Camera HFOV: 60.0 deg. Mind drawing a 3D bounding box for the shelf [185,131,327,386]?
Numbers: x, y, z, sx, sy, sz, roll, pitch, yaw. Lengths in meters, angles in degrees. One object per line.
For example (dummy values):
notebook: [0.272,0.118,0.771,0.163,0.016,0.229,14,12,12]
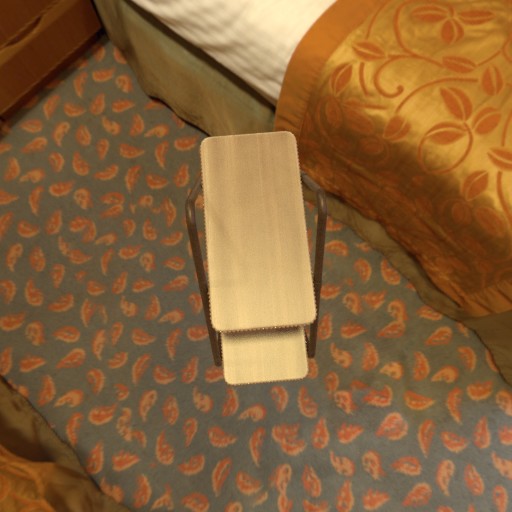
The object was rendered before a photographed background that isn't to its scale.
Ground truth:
shelf: [0.000,0.000,1.101,0.234,0.774,0.609,-5,76,-1]
